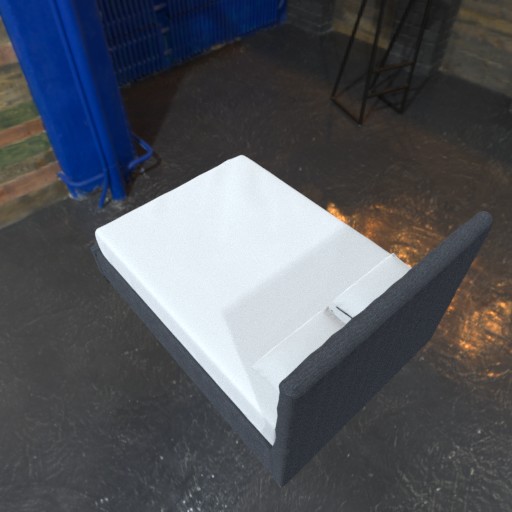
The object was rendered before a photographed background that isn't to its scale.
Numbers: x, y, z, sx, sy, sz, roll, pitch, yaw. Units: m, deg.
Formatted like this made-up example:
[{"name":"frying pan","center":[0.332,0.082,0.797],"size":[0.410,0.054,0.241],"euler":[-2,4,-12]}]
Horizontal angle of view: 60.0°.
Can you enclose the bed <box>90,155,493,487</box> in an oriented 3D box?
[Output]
[{"name":"bed","center":[0.000,0.000,3.334],"size":[1.698,1.427,2.387],"euler":[-33,56,-26]}]
